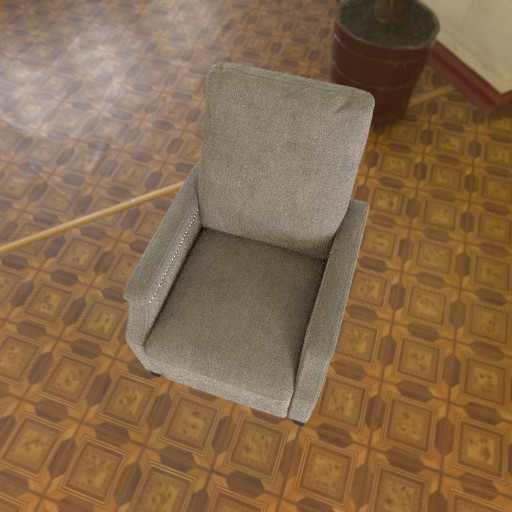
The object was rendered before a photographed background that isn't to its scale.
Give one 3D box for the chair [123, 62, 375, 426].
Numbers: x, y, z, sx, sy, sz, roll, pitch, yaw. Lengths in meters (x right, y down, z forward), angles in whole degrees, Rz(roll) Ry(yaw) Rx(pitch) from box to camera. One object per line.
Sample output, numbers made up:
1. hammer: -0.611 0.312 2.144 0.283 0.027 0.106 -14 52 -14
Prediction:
1. chair: 0.000 0.000 1.646 0.710 1.049 0.922 16 59 10
